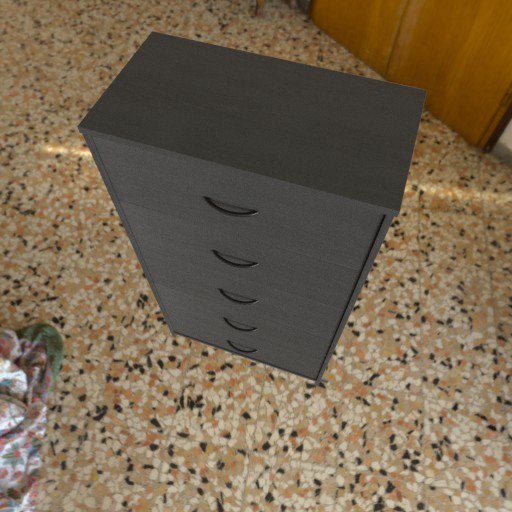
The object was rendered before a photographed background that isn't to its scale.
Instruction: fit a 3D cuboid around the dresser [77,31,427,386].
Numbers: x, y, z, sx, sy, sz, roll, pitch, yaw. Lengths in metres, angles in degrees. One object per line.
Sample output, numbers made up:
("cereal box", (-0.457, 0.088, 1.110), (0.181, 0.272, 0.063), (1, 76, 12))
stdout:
("dresser", (0.000, 0.000, 1.528), (0.704, 1.255, 0.399), (17, 60, 10))
